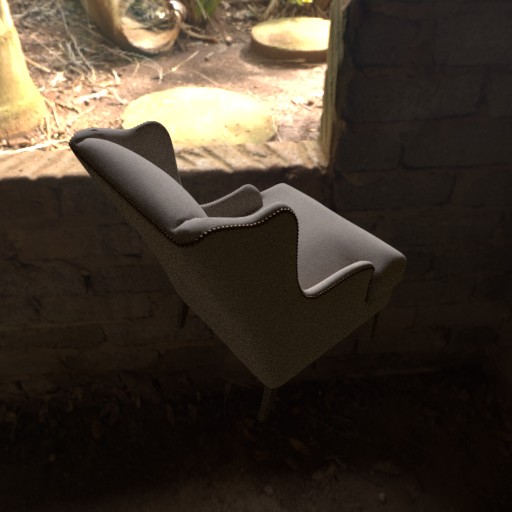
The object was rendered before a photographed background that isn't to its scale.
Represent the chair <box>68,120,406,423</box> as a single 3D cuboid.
[{"bbox_3d":[0.000,0.000,1.662,0.940,1.029,0.737,-28,47,-29],"label":"chair"}]
